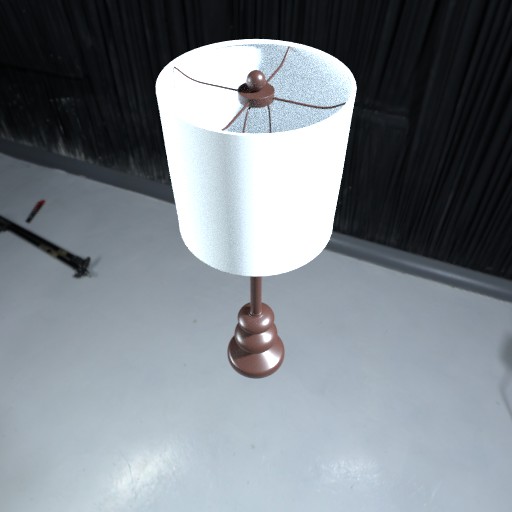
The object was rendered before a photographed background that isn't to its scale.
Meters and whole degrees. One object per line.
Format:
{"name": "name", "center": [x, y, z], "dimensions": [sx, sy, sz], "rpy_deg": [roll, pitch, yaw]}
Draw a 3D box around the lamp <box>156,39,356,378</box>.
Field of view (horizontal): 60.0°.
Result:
{"name": "lamp", "center": [0.000, 0.000, 0.811], "dimensions": [0.254, 0.690, 0.254], "rpy_deg": [18, 50, 16]}
